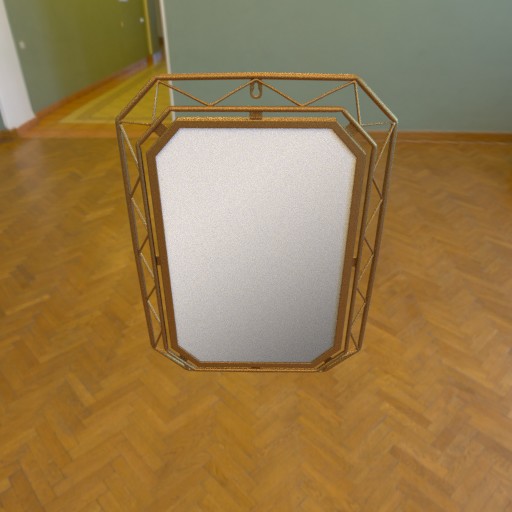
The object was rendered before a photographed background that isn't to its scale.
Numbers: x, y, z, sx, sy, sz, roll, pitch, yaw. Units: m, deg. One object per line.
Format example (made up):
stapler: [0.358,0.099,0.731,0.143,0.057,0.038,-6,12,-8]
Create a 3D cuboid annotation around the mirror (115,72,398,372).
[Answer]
mirror: [0.000,0.000,0.737,0.417,0.566,0.042,0,31,1]
